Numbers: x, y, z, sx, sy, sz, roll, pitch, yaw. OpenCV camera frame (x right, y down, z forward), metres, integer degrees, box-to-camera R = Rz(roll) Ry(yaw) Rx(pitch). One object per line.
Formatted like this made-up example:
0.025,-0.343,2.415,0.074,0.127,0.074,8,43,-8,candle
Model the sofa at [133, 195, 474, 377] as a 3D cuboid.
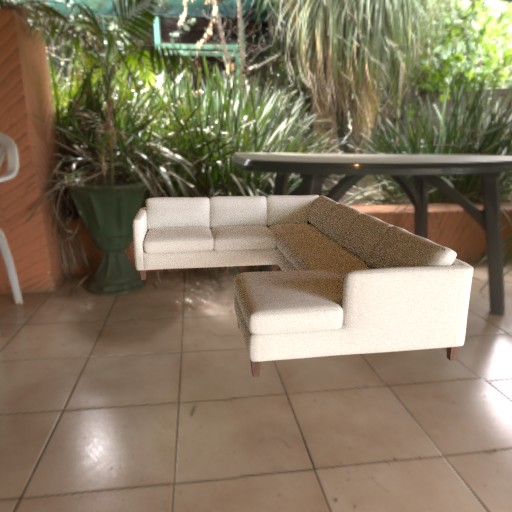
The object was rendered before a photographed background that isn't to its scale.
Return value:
0.000,0.000,4.412,2.551,0.853,3.238,-2,15,-9,sofa
